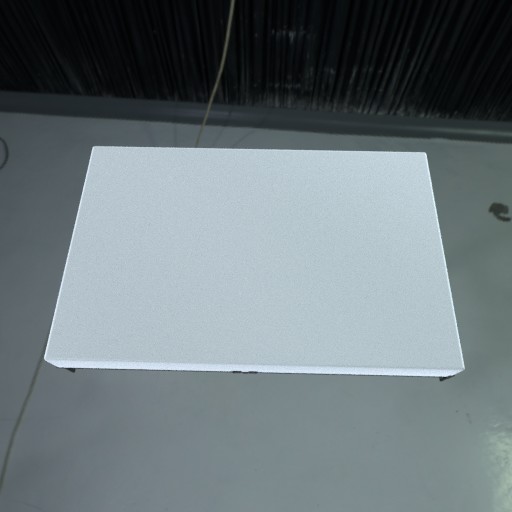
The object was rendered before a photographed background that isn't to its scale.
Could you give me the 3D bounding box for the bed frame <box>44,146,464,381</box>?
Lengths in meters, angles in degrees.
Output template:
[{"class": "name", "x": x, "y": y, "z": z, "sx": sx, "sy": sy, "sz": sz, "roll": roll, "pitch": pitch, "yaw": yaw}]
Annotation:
[{"class": "bed frame", "x": 0.000, "y": 0.000, "z": 3.729, "sx": 2.987, "sy": 0.440, "sz": 1.930, "roll": 1, "pitch": 64, "yaw": 1}]
